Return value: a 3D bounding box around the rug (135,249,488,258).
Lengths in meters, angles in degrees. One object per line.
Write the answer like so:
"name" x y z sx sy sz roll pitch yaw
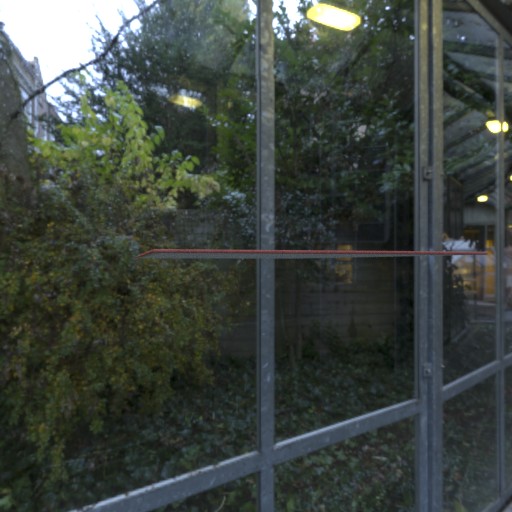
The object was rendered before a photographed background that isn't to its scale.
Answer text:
"rug" 0.000 0.000 3.011 1.524 0.014 2.438 0 -1 -17
